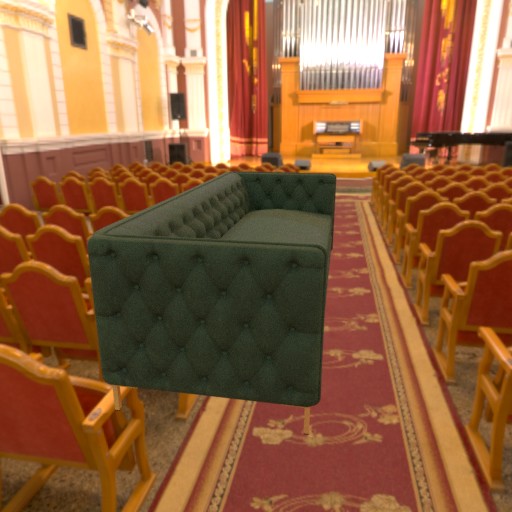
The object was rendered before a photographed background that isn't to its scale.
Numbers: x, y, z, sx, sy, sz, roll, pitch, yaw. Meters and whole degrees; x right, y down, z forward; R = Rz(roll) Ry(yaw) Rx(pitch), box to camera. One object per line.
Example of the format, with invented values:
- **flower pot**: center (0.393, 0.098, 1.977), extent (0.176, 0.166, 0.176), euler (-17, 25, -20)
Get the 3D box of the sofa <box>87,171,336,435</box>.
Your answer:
- **sofa**: center (0.000, 0.000, 2.668), extent (0.895, 0.771, 2.209), euler (3, 17, 10)
